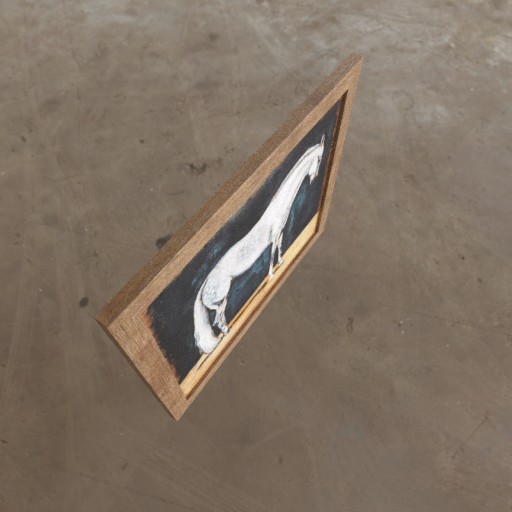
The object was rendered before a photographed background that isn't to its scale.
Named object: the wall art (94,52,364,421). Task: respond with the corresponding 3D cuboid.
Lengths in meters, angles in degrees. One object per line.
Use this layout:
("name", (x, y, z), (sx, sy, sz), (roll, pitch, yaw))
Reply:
("wall art", (0.000, 0.000, 0.967), (0.026, 0.588, 0.690), (31, 63, 18))
